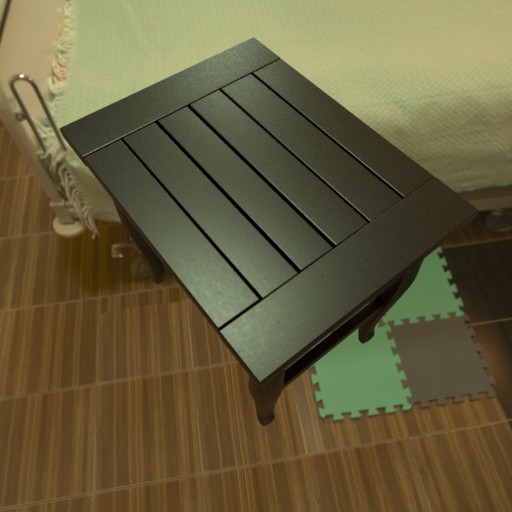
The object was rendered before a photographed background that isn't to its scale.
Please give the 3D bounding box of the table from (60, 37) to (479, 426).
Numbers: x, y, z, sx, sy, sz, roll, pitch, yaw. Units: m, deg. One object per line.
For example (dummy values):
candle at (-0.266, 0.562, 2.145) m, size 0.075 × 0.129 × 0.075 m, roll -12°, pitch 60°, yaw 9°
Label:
table at (0.000, 0.000, 1.031) m, size 0.460 × 0.604 × 0.602 m, roll -34°, pitch 64°, yaw -19°
